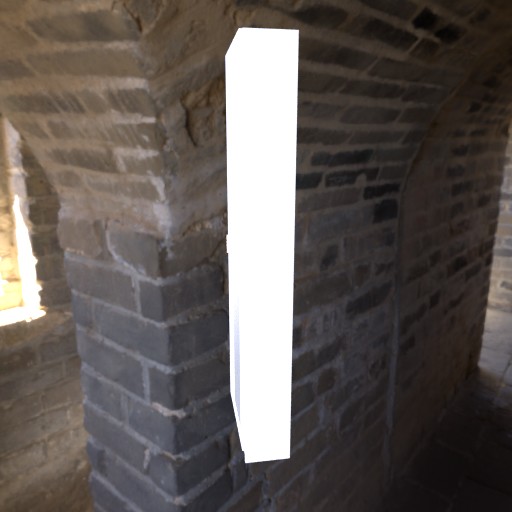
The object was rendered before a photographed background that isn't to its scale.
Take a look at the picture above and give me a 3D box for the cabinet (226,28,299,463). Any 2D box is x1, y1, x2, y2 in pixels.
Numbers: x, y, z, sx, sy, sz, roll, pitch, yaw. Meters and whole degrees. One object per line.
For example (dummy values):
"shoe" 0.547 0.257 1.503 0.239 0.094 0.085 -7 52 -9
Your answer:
"cabinet" 0.000 0.000 2.034 0.230 1.790 0.500 -2 14 -9
